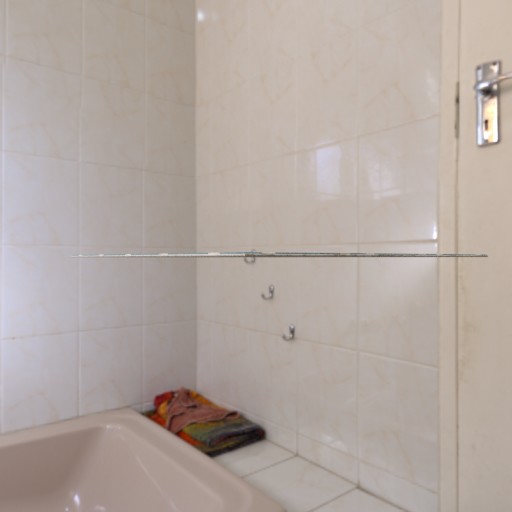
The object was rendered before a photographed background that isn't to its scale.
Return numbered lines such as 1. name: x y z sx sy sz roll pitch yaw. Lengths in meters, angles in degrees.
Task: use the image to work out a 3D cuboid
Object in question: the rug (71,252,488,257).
1. rug: 0.000 0.000 4.094 2.466 0.021 3.049 0 0 -37
